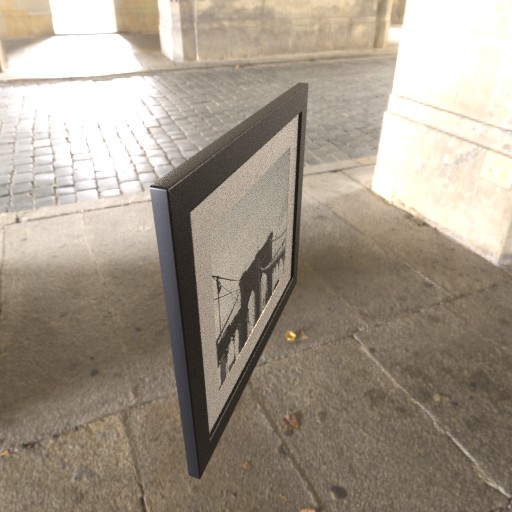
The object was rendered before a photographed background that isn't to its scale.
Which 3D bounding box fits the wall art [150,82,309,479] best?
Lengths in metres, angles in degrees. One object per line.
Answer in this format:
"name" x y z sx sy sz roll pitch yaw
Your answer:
"wall art" 0.000 0.000 0.729 0.018 0.450 0.521 11 33 17
